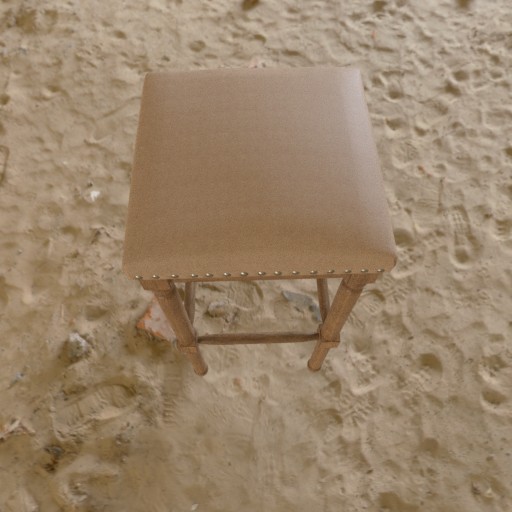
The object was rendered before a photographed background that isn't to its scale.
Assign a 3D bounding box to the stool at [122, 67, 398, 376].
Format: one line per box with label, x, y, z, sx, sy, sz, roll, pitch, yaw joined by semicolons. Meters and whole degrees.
stool;0.000;0.000;0.981;0.382;0.768;0.383;-2;62;-1
